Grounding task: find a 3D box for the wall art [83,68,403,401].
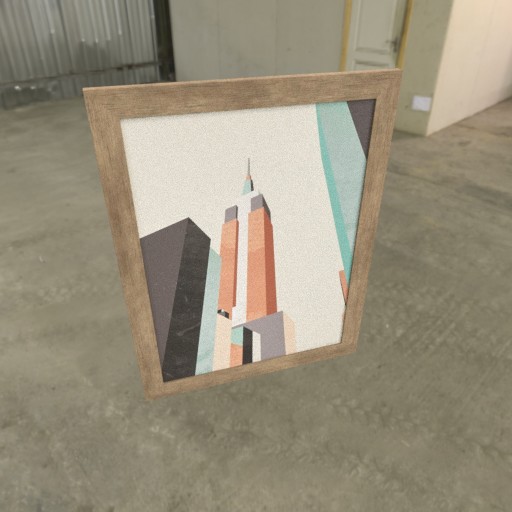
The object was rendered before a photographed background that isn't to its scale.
[{"bbox_3d":[0.000,0.000,0.904,0.534,0.686,0.018,-9,34,-14],"label":"wall art"}]
